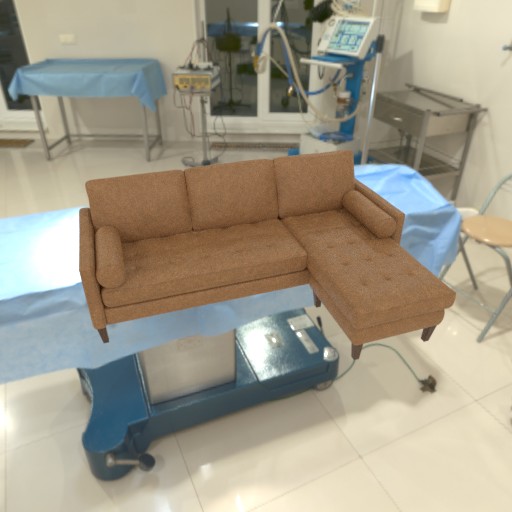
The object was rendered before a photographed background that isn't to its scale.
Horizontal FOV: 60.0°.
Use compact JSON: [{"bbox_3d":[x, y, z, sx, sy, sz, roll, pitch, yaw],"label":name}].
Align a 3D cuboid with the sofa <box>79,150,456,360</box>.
[{"bbox_3d":[0.000,0.000,2.945,2.178,0.876,1.506,-10,34,-16],"label":"sofa"}]
